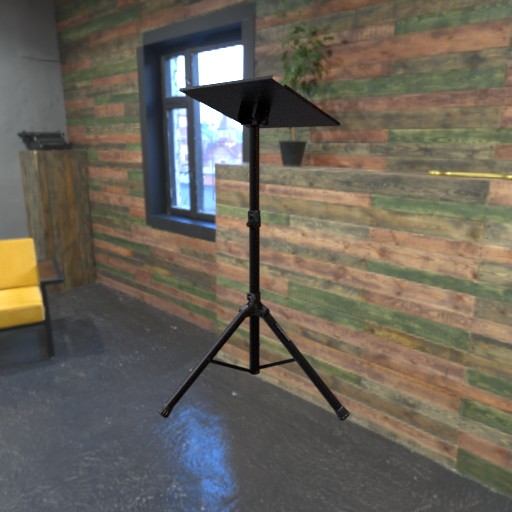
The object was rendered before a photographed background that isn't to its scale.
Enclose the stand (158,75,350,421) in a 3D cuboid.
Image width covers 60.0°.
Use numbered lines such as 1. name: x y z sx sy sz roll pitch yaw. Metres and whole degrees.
1. stand: 0.000 0.000 1.643 0.702 1.198 0.702 14 20 43
